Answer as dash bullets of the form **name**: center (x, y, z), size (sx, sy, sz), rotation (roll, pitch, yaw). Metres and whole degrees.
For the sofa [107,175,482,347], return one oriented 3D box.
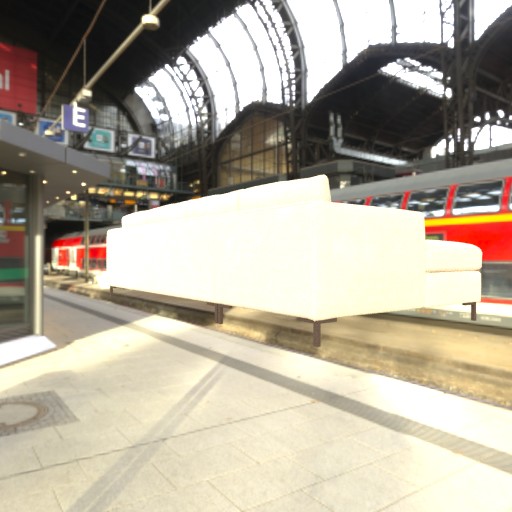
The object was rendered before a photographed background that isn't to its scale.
- **sofa**: center (0.000, 0.000, 3.549), size (1.469, 0.816, 2.923), rotation (0, 0, -36)
